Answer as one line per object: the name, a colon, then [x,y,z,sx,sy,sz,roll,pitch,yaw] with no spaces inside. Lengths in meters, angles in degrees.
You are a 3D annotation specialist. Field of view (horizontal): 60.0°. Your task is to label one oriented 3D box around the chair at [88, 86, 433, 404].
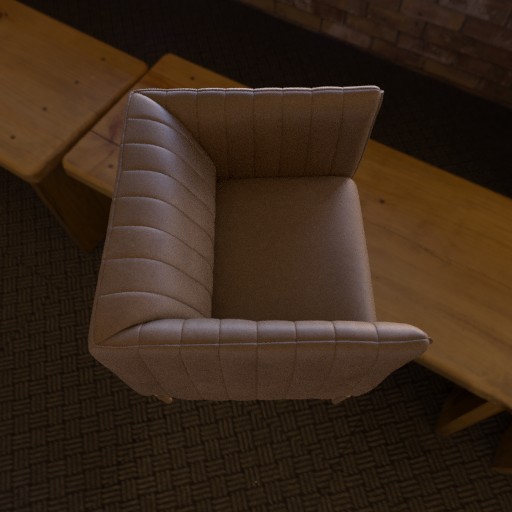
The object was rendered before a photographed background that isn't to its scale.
chair: [0.000,0.000,1.627,0.876,0.779,0.981,-1,63,0]
